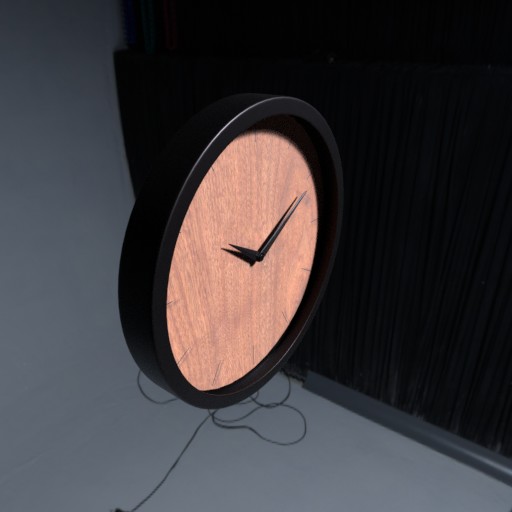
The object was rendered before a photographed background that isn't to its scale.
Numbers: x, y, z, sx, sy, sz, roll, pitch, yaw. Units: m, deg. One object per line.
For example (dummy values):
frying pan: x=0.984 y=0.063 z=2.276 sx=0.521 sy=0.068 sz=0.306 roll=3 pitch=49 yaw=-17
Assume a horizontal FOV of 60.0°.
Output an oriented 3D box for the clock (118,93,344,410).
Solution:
clock: x=0.000 y=0.000 z=0.457 sx=0.040 sy=0.314 sz=0.314 roll=18 pitch=32 yaw=32
